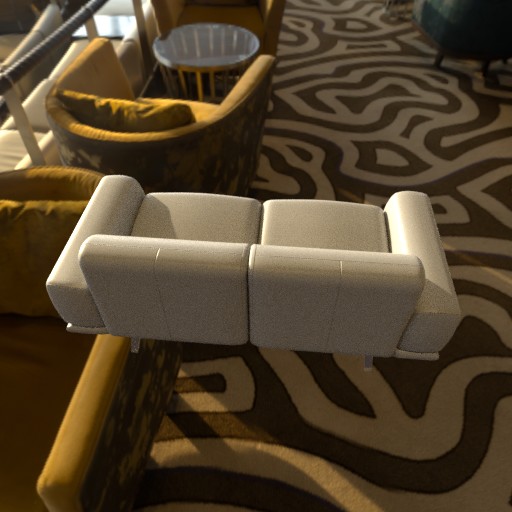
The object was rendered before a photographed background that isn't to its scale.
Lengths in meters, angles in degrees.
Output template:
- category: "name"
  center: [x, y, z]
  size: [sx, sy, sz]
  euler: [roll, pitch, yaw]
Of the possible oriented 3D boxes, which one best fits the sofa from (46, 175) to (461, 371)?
- category: "sofa"
  center: [0.000, 0.000, 2.391]
  size: [1.901, 0.772, 0.900]
  euler: [4, 47, 4]
